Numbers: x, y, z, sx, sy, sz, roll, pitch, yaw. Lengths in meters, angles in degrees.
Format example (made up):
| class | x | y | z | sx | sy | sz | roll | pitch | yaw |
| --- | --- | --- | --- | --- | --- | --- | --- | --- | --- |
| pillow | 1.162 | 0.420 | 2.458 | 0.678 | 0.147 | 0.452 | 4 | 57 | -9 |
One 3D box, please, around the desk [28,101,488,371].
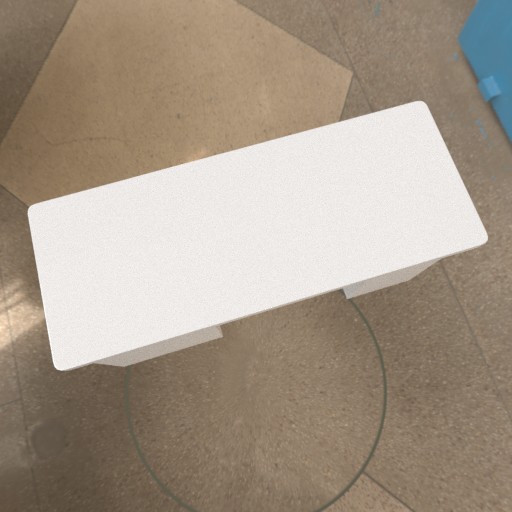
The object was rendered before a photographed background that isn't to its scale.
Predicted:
| class | x | y | z | sx | sy | sz | roll | pitch | yaw |
| --- | --- | --- | --- | --- | --- | --- | --- | --- | --- |
| desk | 0.000 | 0.000 | 1.795 | 1.400 | 0.762 | 0.550 | -16 | 75 | -5 |
